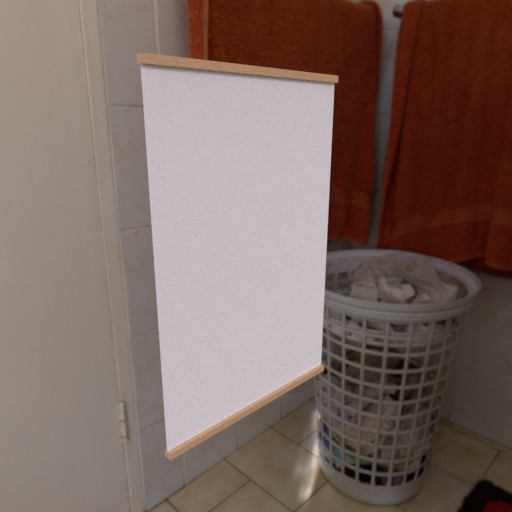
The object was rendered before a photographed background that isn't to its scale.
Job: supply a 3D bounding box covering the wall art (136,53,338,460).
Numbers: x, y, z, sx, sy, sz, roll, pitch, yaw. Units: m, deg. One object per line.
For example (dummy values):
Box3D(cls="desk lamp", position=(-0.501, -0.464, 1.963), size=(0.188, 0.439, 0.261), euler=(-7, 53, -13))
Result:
Box3D(cls="wall art", position=(0.000, 0.000, 0.646), size=(0.335, 0.510, 0.013), euler=(-15, 22, -41))
